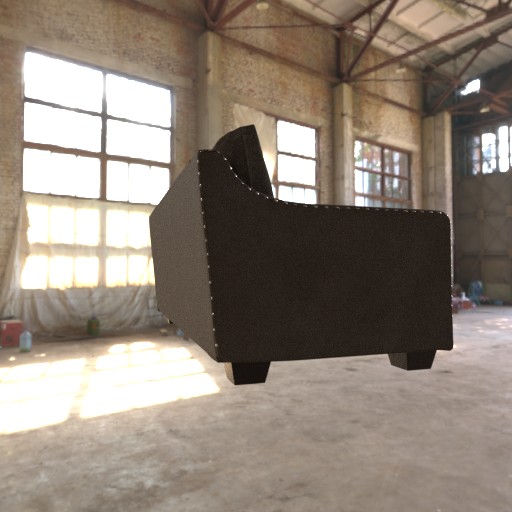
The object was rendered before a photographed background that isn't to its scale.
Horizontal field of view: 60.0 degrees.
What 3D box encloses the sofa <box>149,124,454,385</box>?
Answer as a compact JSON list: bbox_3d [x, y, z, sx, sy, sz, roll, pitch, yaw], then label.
[{"bbox_3d":[0.000,0.000,3.225,1.336,1.196,2.550,1,-2,-18],"label":"sofa"}]
